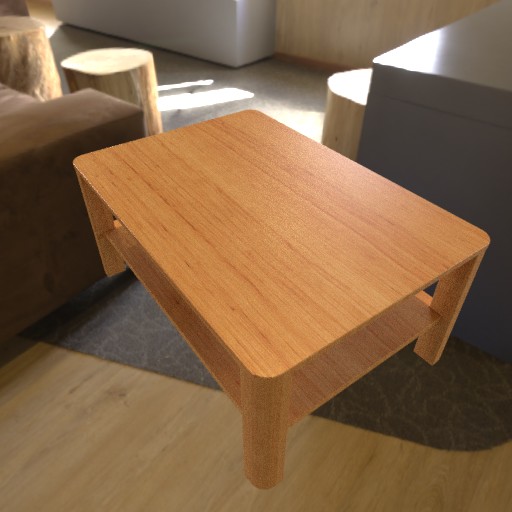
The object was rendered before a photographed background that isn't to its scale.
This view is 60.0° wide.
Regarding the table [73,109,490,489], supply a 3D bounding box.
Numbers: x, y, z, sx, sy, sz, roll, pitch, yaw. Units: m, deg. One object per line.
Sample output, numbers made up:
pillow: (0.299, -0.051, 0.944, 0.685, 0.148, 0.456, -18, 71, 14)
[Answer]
table: (0.000, 0.000, 1.348, 0.696, 0.445, 0.997, -25, 46, -27)
